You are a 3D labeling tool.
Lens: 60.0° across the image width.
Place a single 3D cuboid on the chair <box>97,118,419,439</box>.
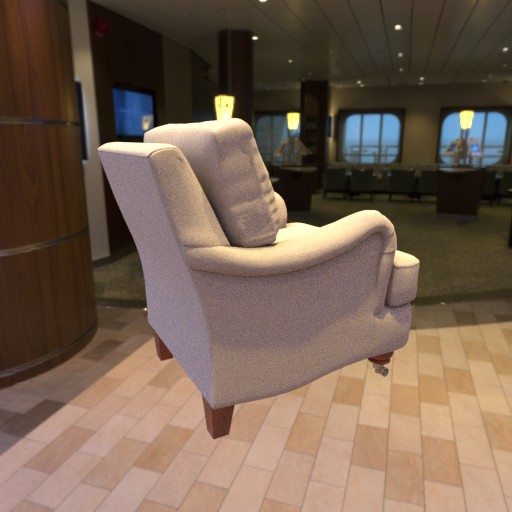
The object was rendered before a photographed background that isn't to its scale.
[{"bbox_3d":[0.000,0.000,1.868,1.078,1.076,0.895,-8,17,-27],"label":"chair"}]
